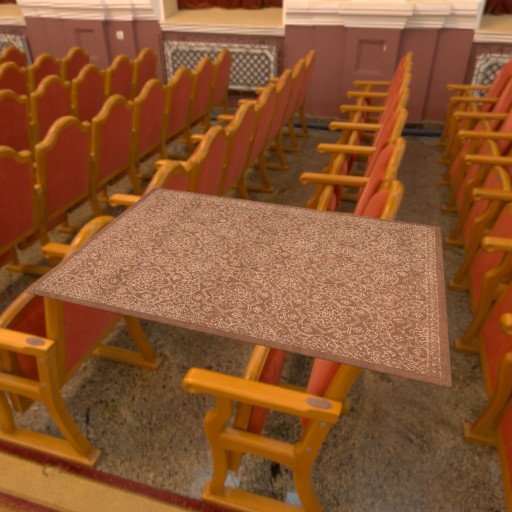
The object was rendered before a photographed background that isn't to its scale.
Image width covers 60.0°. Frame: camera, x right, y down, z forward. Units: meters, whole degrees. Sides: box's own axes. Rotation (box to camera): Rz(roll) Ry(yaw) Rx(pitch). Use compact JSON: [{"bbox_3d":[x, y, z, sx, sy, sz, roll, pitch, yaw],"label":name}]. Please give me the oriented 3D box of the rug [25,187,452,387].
[{"bbox_3d":[0.000,0.000,2.846,2.286,0.011,1.524,10,34,15],"label":"rug"}]
